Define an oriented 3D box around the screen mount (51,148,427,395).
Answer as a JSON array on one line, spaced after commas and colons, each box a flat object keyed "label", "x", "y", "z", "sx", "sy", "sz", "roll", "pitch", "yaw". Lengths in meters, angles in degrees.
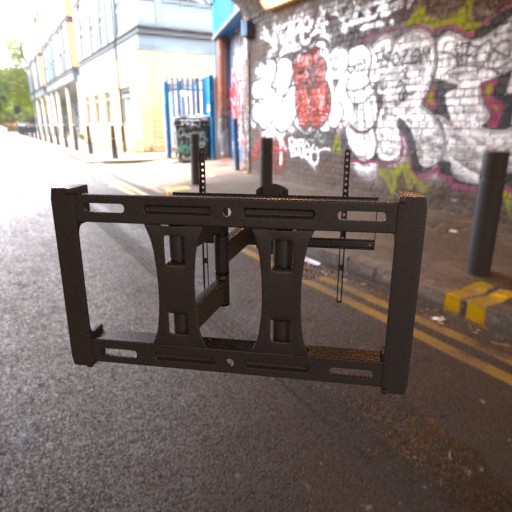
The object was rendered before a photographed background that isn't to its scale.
[{"label": "screen mount", "x": 0.000, "y": 0.000, "z": 1.115, "sx": 0.661, "sy": 0.491, "sz": 0.644, "roll": 3, "pitch": 17, "yaw": 9}]
